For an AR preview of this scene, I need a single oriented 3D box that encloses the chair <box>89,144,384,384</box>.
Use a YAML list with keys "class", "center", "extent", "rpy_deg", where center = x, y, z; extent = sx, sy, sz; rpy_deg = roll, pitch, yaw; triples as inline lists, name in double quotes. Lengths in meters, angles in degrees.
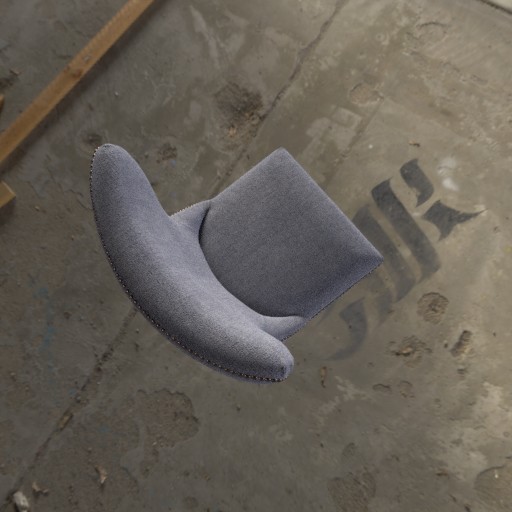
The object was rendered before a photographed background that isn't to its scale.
- class: "chair"
  center: [0.000, 0.000, 1.420]
  extent: [0.681, 1.002, 0.654]
  rpy_deg: [-38, 79, -9]
